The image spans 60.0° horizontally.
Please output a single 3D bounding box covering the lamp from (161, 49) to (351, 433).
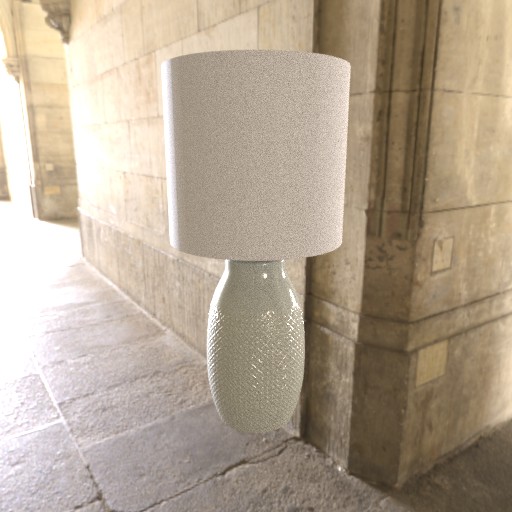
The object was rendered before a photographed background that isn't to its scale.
[{"bbox_3d":[0.000,0.000,0.574,0.217,0.453,0.217,2,15,9],"label":"lamp"}]
